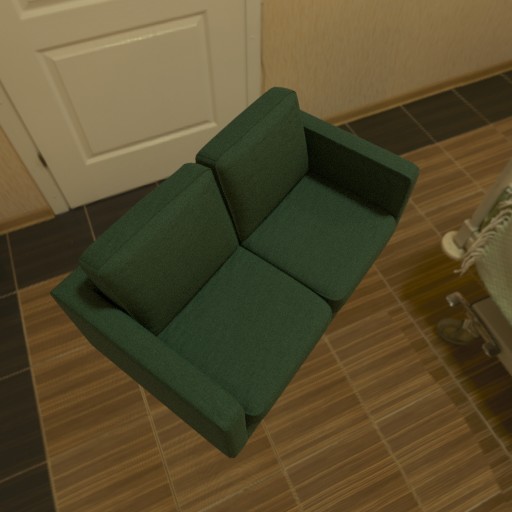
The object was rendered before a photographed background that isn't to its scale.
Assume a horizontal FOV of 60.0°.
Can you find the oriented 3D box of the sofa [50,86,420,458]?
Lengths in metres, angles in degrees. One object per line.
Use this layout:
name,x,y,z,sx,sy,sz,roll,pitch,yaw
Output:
sofa,0.000,0.000,2.021,0.879,0.899,1.430,32,62,19
